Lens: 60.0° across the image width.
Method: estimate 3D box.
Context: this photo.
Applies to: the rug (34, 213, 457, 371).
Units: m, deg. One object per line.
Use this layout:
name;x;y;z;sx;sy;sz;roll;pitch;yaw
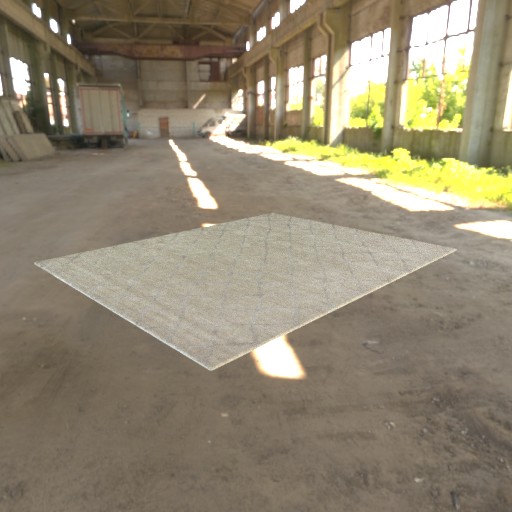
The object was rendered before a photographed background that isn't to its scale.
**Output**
rug;0.000;0.000;4.059;3.038;0.019;2.420;-16;24;-42
